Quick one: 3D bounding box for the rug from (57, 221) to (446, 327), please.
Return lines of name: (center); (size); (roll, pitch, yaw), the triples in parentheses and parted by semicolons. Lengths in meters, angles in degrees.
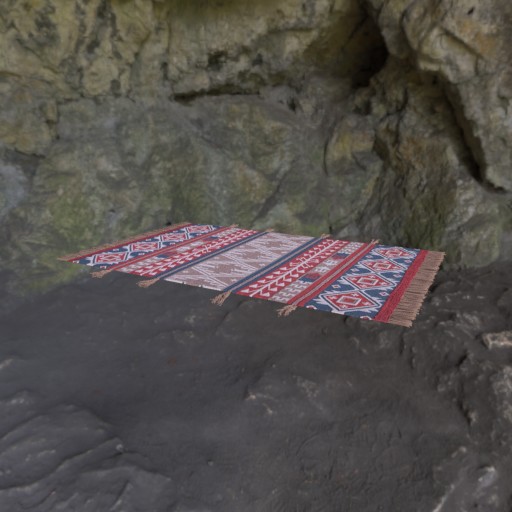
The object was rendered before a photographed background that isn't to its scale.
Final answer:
rug: (0.000, 0.000, 2.675); (2.025, 0.040, 1.469); (8, 18, 27)
